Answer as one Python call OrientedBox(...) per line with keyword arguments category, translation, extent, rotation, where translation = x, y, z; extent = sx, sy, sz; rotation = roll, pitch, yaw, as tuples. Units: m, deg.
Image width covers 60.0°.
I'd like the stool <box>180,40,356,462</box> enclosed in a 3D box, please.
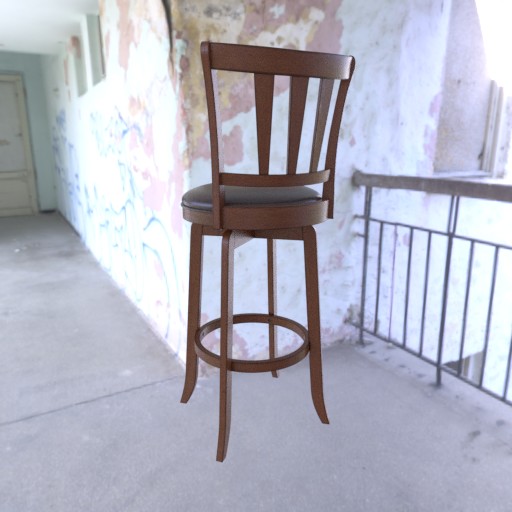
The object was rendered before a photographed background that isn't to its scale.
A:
OrientedBox(category="stool", translation=(0.000, 0.000, 1.430), extent=(0.464, 1.177, 0.503), rotation=(-8, 17, -27))
